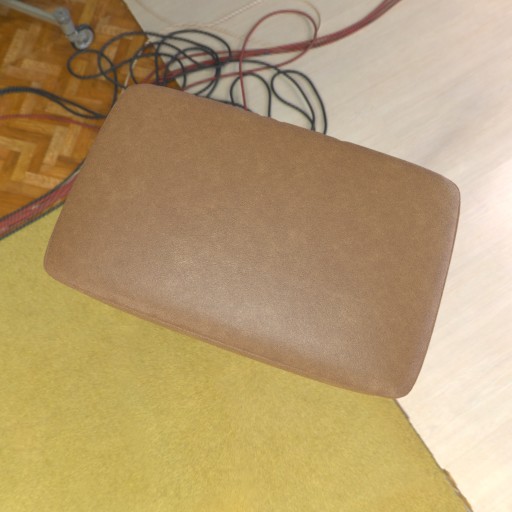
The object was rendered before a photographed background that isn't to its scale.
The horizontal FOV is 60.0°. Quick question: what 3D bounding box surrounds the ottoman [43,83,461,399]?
[{"bbox_3d":[0.000,0.000,0.964,0.670,0.480,0.420,19,77,5],"label":"ottoman"}]
